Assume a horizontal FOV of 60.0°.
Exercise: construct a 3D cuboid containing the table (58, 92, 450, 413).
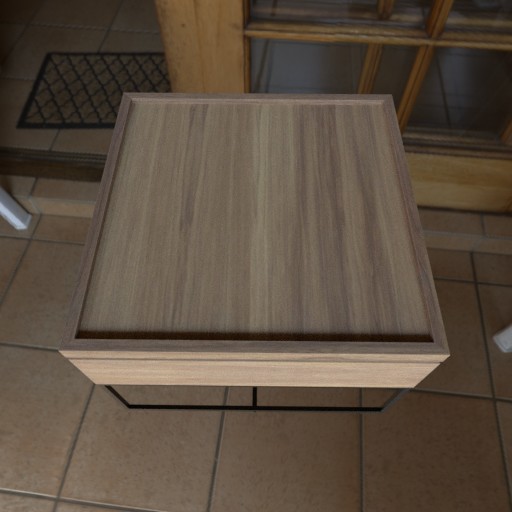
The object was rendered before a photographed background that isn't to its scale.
[{"bbox_3d":[0.000,0.000,1.138,0.676,0.464,0.679,1,59,0],"label":"table"}]
